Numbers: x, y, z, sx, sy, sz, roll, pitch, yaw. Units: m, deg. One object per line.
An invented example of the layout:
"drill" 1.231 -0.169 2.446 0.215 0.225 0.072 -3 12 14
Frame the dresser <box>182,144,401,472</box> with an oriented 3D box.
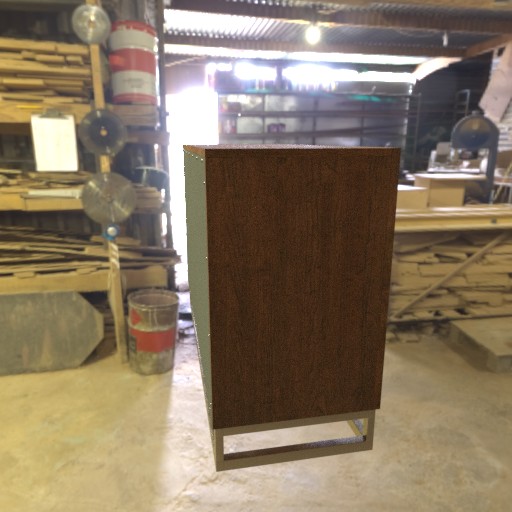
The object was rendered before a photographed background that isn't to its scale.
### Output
"dresser" 0.000 0.000 2.189 0.623 1.061 1.646 -3 15 -11
